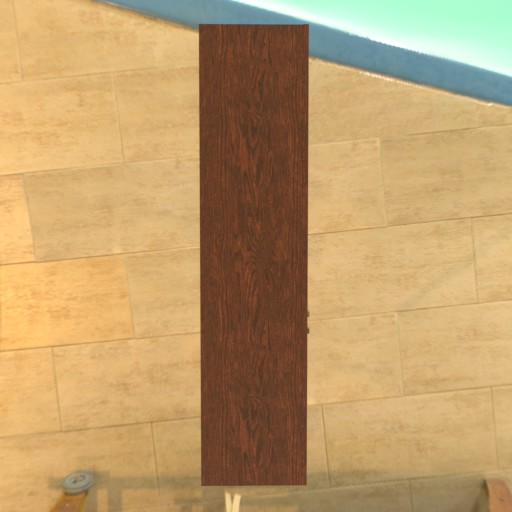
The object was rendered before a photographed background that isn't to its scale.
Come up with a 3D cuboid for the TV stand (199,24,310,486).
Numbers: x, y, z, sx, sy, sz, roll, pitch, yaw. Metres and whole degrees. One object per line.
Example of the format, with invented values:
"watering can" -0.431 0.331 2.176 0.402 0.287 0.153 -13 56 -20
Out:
"TV stand" 0.000 0.000 1.765 0.382 0.578 1.541 0 92 -1
